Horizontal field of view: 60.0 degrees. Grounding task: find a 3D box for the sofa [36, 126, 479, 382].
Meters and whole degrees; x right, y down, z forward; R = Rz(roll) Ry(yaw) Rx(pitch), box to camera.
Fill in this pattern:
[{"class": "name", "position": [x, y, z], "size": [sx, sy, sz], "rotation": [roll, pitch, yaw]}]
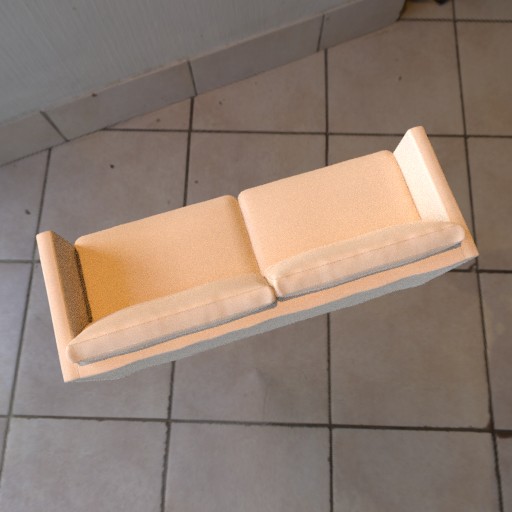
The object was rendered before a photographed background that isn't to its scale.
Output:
[{"class": "sofa", "position": [0.000, 0.000, 3.227], "size": [2.779, 0.999, 1.036], "rotation": [-17, 76, -4]}]
